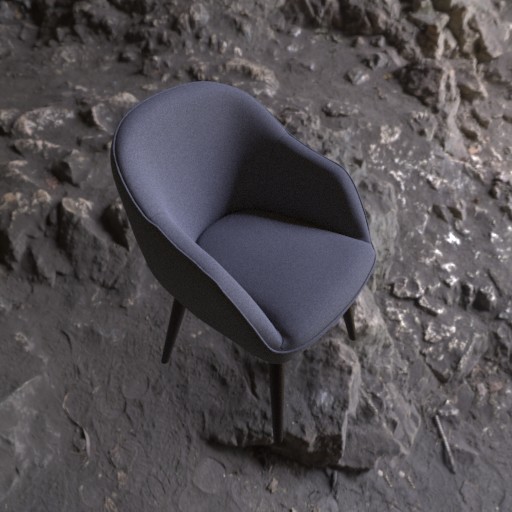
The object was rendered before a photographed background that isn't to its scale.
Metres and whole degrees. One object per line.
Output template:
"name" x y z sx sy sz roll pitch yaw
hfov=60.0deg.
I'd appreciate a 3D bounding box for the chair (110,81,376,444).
"chair" 0.000 0.000 1.262 0.611 0.810 0.589 26 47 27
